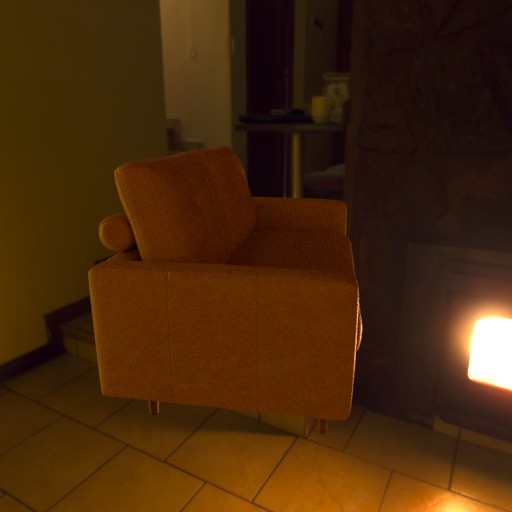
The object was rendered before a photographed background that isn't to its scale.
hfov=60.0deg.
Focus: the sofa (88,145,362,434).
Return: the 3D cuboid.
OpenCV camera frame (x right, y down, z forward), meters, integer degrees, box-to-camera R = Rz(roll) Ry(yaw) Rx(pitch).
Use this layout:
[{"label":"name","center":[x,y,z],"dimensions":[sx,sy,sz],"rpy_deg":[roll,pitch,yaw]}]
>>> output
[{"label":"sofa","center":[0.000,0.000,1.958],"dimensions":[0.868,0.898,1.430],"rpy_deg":[3,17,9]}]
